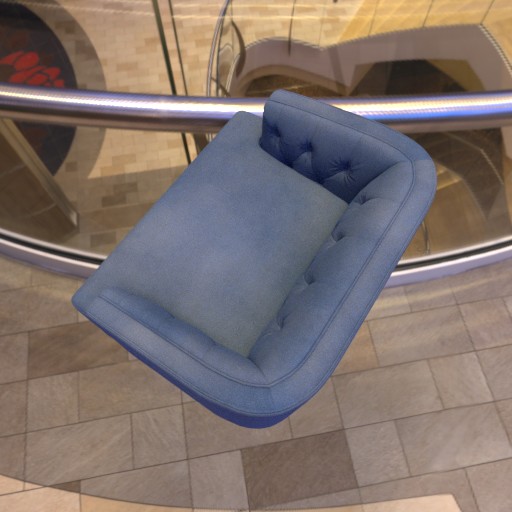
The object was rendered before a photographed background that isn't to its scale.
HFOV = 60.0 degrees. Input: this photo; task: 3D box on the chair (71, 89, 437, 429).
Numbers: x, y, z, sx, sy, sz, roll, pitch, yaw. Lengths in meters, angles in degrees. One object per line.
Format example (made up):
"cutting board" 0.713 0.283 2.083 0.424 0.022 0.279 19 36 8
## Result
"chair" 0.000 0.000 1.732 0.914 0.787 1.118 31 69 13
